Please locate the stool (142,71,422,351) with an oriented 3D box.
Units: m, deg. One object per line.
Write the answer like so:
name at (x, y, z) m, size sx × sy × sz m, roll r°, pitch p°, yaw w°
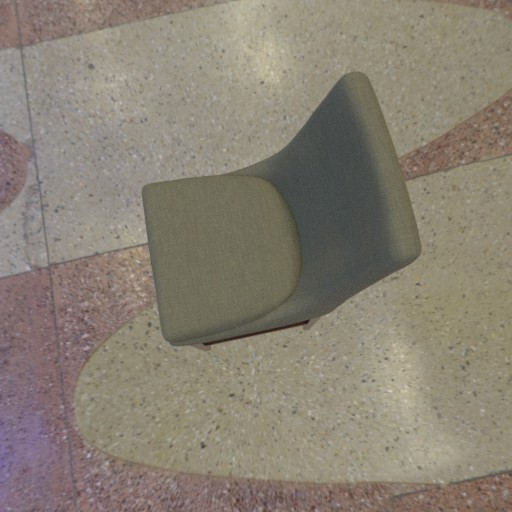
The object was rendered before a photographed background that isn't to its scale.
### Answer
stool at (0.000, 0.000, 1.355) m, size 0.577 × 1.078 × 0.470 m, roll -11°, pitch 75°, yaw -3°
